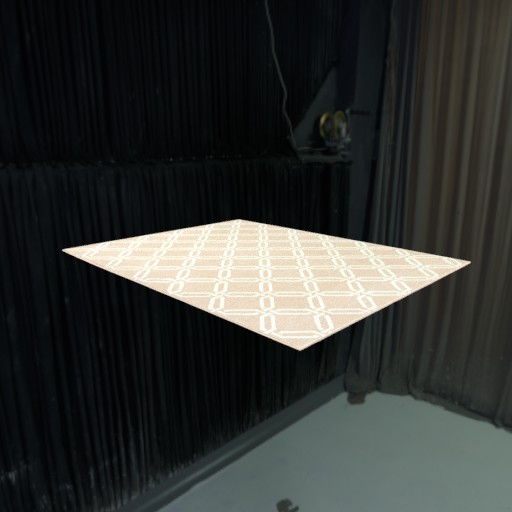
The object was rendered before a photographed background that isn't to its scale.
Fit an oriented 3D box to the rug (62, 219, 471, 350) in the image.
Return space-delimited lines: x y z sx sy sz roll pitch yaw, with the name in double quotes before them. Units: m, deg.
"rug" 0.000 0.000 3.981 2.895 0.018 2.288 14 21 43
